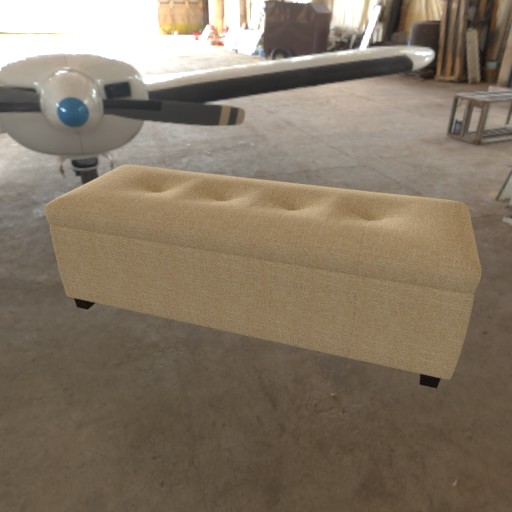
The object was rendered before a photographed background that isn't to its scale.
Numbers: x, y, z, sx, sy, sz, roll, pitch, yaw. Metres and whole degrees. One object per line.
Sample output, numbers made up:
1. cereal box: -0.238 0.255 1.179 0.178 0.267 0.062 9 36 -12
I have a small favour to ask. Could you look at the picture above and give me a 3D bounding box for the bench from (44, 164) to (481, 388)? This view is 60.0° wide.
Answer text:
1. bench: 0.000 0.000 1.418 1.219 0.406 0.432 9 30 16
